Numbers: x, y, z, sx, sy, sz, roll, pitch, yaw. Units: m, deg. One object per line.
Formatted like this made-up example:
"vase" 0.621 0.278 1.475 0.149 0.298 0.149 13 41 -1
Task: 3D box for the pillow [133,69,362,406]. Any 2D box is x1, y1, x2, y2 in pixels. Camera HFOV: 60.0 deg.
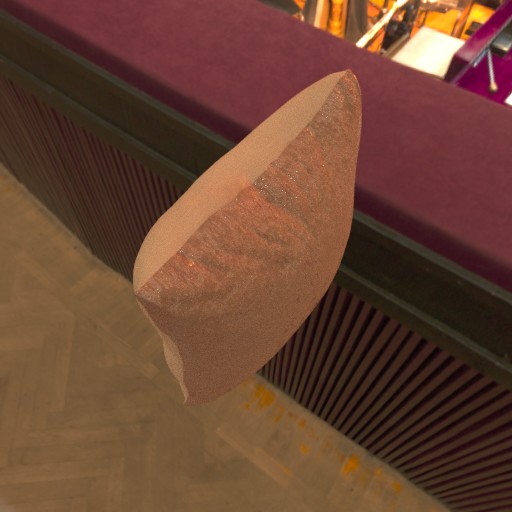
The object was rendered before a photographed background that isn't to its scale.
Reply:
"pillow" 0.000 0.000 0.723 0.245 0.448 0.450 33 63 19
